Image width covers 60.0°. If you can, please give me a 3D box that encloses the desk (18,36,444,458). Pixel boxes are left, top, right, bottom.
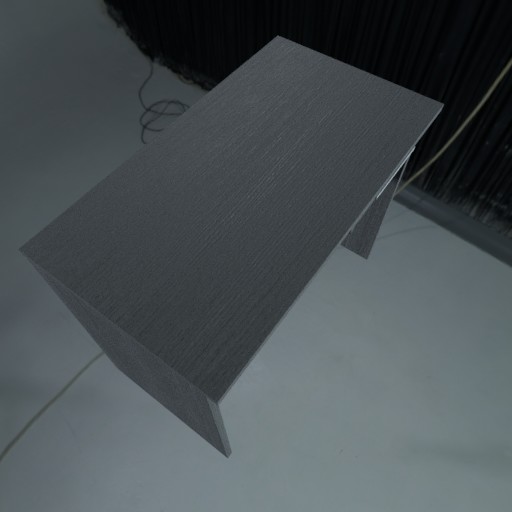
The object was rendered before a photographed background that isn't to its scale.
[{"bbox_3d":[0.000,0.000,1.284,0.498,0.724,0.893,32,63,18],"label":"desk"}]
